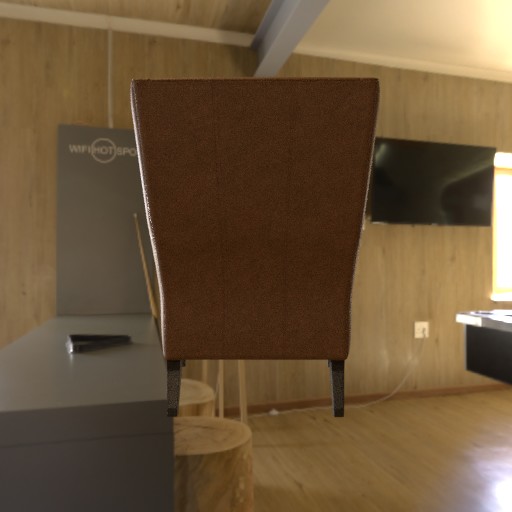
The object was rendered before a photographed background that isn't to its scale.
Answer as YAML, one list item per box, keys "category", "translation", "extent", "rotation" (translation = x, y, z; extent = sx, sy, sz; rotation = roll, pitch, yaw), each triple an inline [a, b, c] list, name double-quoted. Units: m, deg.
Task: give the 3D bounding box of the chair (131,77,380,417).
- category: "chair"
  translation: [0.000, 0.000, 1.644]
  extent: [0.852, 1.016, 0.925]
  rotation: [0, 0, 0]
